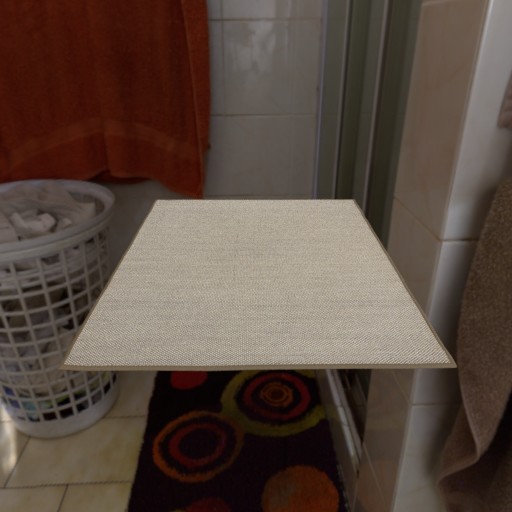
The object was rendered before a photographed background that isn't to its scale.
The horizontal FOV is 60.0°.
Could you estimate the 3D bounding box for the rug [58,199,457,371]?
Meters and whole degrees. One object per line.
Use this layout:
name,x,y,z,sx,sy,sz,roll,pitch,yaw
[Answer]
rug,0.000,0.000,4.002,2.413,0.020,3.041,0,27,0
